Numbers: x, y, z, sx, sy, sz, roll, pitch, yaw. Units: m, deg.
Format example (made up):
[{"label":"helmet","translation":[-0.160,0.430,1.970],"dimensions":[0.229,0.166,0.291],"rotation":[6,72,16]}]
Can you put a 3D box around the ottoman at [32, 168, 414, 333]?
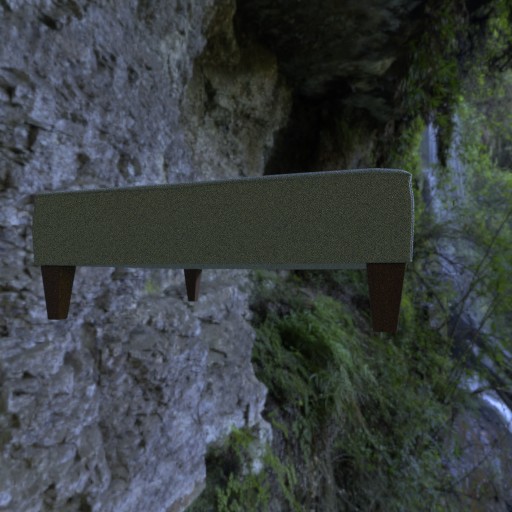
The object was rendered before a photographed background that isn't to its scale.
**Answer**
[{"label":"ottoman","translation":[0.000,0.000,1.531],"dimensions":[1.004,0.379,0.968],"rotation":[-1,-3,17]}]
